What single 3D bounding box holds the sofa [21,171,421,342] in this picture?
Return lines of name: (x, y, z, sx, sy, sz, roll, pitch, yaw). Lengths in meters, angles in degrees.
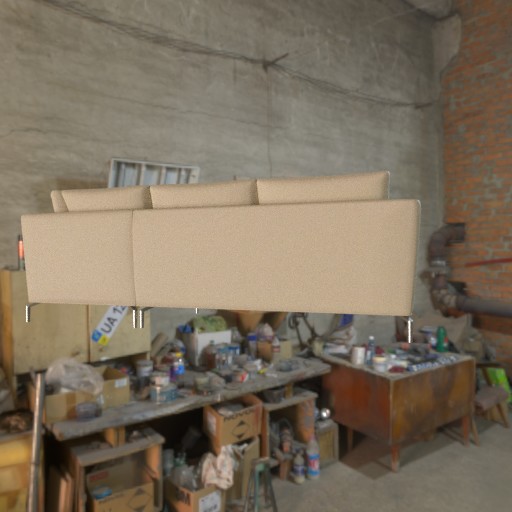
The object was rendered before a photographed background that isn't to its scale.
sofa: (0.000, 0.000, 3.626, 2.430, 0.867, 2.448, 0, -1, 18)
